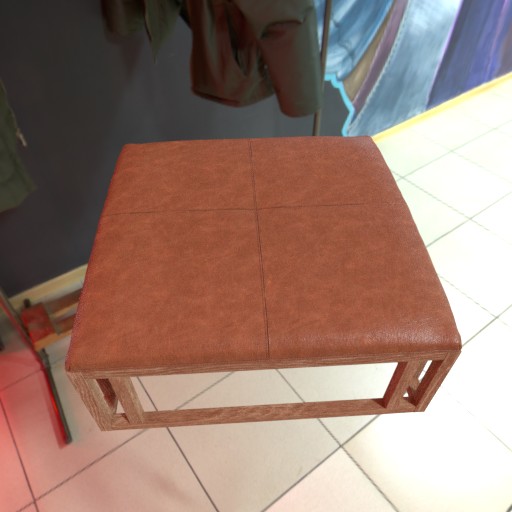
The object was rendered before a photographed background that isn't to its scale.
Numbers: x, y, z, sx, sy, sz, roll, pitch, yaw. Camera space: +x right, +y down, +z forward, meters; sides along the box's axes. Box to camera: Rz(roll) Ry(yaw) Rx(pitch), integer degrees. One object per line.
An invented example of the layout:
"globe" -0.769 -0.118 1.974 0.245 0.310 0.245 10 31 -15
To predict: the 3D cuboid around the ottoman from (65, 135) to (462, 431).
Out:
"ottoman" 0.000 0.000 1.569 1.016 0.442 1.013 -3 46 -2
